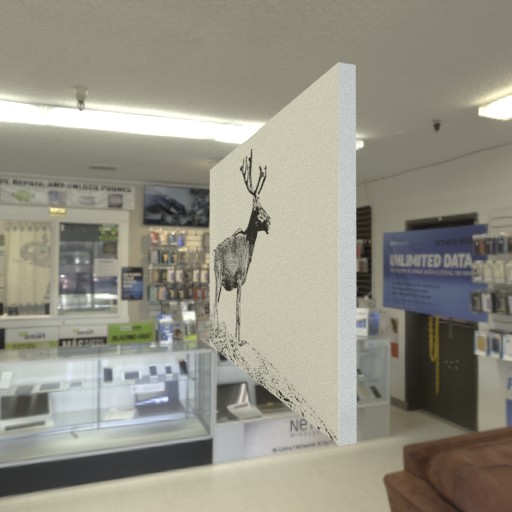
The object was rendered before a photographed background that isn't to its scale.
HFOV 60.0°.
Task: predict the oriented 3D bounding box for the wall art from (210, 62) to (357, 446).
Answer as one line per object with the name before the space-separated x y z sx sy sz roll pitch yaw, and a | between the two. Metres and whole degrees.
wall art | 0.000 0.000 1.145 0.033 0.617 0.906 0 -1 -19
